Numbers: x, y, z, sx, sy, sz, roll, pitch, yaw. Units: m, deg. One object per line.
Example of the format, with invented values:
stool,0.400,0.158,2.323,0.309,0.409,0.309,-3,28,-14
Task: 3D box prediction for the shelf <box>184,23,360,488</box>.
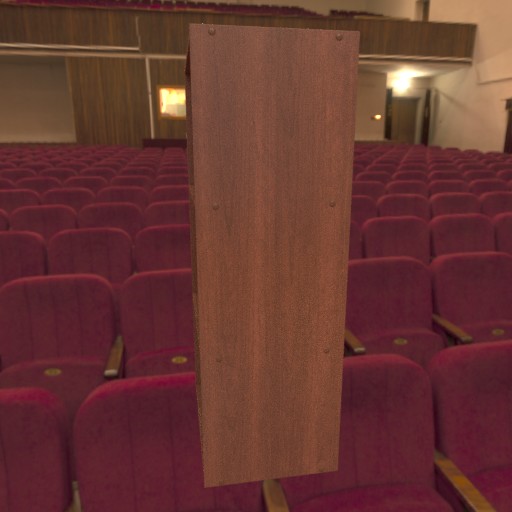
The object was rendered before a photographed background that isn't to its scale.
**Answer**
shelf,0.000,0.000,1.036,0.290,0.879,0.414,-2,14,-10
